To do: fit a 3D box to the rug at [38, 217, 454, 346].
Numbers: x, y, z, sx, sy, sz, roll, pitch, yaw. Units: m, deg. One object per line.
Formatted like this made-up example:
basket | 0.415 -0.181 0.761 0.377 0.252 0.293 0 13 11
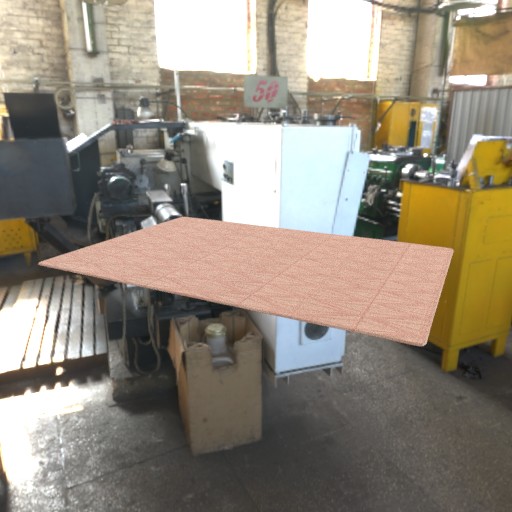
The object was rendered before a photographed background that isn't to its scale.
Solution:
rug | 0.000 0.000 3.031 2.390 0.015 1.609 9 19 26
